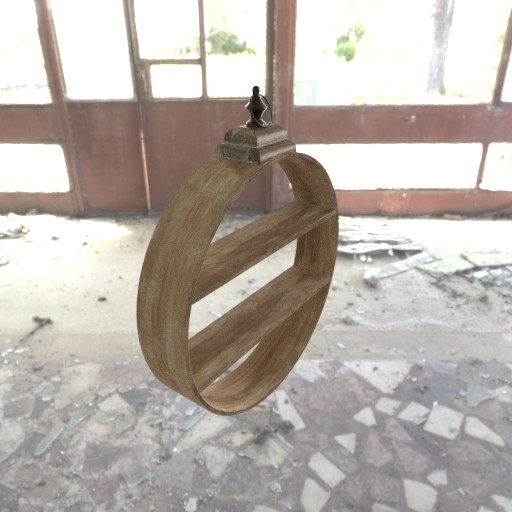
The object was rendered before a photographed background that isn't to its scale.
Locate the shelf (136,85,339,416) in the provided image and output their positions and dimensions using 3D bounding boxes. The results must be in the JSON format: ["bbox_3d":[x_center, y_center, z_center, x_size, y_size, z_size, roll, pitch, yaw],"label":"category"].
[{"bbox_3d":[0.000,0.000,1.006,0.125,0.725,0.601,18,31,32],"label":"shelf"}]
